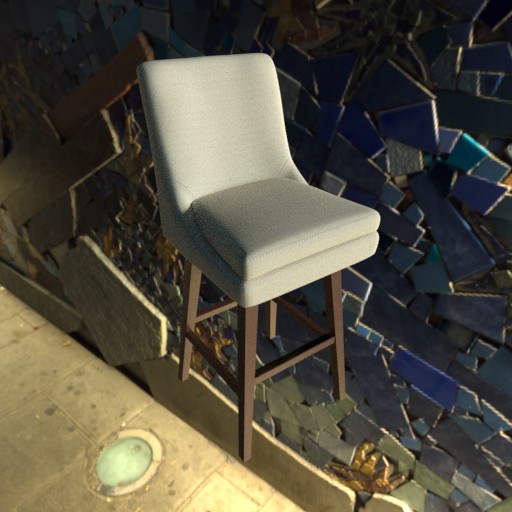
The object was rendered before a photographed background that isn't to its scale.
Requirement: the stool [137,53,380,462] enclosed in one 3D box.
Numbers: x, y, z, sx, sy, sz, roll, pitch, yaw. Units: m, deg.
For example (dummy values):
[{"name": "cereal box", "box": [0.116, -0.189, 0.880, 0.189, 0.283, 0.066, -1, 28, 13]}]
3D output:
[{"name": "stool", "box": [0.000, 0.000, 1.373, 0.483, 1.093, 0.559, -20, 35, -30]}]
